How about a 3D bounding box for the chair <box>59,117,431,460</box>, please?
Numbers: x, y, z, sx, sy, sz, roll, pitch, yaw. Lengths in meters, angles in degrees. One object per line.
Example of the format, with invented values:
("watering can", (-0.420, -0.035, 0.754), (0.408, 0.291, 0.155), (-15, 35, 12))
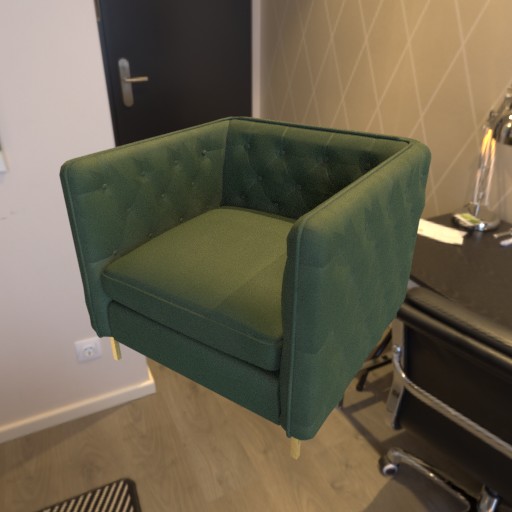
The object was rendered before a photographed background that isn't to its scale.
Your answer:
("chair", (0.000, 0.000, 1.557), (0.917, 0.768, 0.855), (17, 32, 29))
